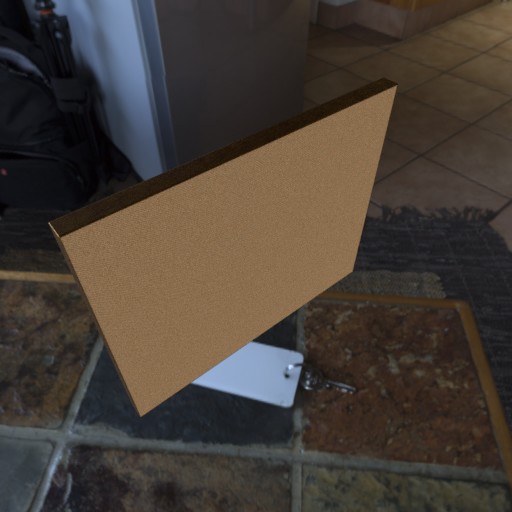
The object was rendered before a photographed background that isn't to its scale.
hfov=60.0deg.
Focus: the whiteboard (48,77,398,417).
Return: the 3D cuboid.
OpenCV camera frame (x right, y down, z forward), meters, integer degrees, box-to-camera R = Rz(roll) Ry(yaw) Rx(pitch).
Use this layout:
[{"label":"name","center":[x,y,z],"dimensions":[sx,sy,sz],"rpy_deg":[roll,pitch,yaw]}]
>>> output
[{"label":"whiteboard","center":[0.000,0.000,0.765],"dimensions":[0.561,0.457,0.029],"rpy_deg":[-30,54,-25]}]
